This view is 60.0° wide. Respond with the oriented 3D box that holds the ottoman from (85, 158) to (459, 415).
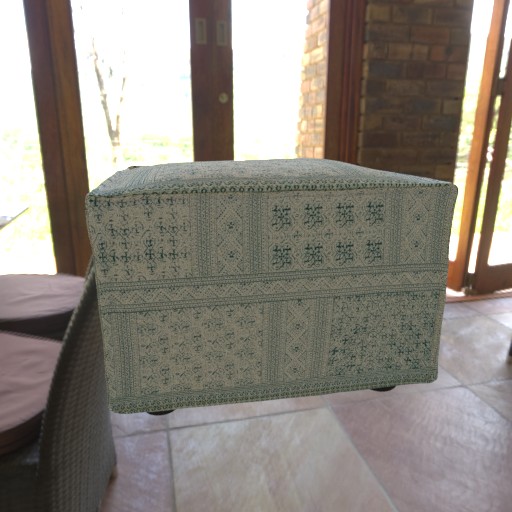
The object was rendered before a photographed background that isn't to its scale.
[{"bbox_3d":[0.000,0.000,1.036,0.626,0.439,0.617,-3,15,-10],"label":"ottoman"}]
